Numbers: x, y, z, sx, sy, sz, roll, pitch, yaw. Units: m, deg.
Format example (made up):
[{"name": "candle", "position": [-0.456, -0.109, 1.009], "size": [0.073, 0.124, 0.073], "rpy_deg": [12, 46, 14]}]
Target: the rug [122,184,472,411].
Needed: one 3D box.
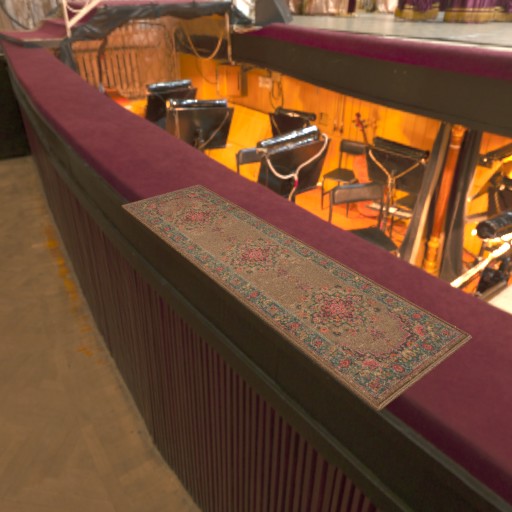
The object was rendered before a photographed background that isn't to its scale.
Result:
[{"name": "rug", "position": [0.000, 0.000, 2.576], "size": [0.659, 0.019, 2.297], "rpy_deg": [-22, 37, -32]}]
